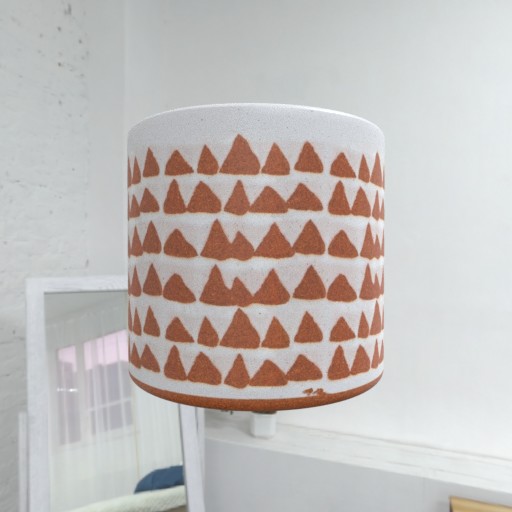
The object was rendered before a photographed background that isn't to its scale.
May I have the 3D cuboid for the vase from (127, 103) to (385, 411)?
[{"bbox_3d":[0.000,0.000,0.246,0.137,0.127,0.137,0,1,0],"label":"vase"}]
